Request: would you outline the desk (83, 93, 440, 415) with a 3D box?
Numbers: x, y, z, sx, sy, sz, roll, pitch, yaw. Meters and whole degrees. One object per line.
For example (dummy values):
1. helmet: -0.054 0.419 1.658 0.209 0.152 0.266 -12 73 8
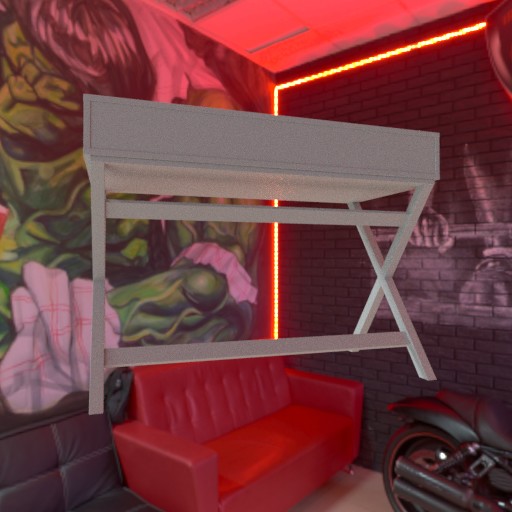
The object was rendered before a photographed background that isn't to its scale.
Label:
1. desk: 0.000 0.000 1.488 1.057 0.780 0.525 0 -1 -18
